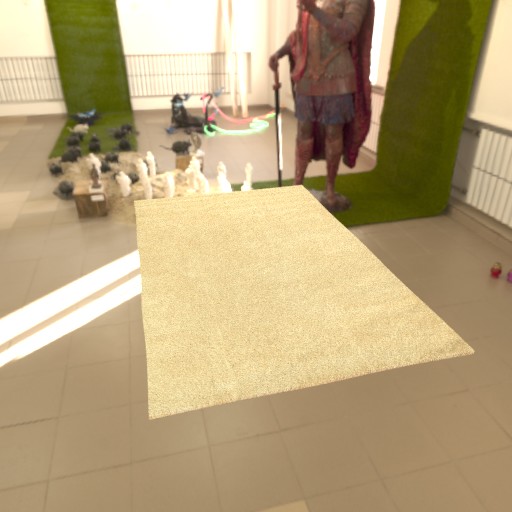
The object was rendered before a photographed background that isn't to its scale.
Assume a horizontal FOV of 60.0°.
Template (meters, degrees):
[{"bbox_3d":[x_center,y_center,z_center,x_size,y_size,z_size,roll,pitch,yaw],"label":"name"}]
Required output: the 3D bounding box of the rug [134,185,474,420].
[{"bbox_3d":[0.000,0.000,2.909,1.500,0.025,2.346,-7,30,-13],"label":"rug"}]
